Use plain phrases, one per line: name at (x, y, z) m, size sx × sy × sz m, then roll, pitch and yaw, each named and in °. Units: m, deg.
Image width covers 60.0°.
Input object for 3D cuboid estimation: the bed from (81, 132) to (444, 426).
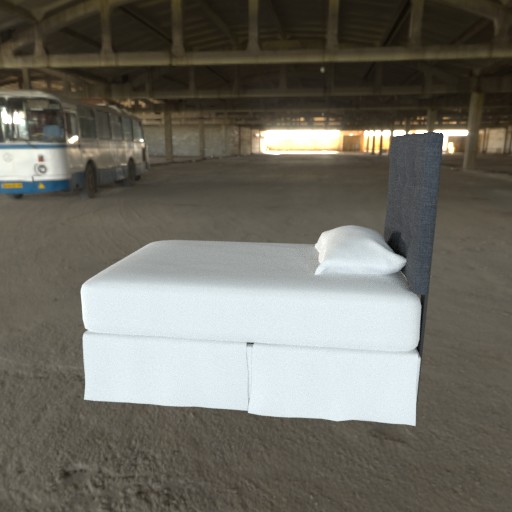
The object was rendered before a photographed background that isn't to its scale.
bed at (0.000, 0.000, 2.957) m, size 1.997 × 1.571 × 1.261 m, roll 2°, pitch 14°, yaw 8°
